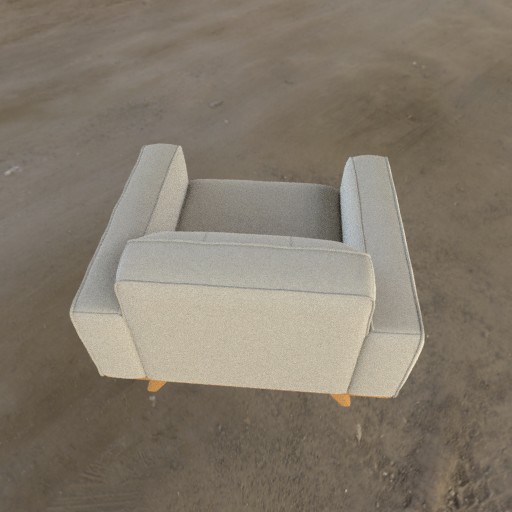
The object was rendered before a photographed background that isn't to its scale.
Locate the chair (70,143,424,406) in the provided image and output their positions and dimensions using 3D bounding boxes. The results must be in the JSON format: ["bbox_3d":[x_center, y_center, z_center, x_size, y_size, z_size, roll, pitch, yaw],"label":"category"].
[{"bbox_3d":[0.000,0.000,1.756,1.115,0.779,0.953,3,47,3],"label":"chair"}]
